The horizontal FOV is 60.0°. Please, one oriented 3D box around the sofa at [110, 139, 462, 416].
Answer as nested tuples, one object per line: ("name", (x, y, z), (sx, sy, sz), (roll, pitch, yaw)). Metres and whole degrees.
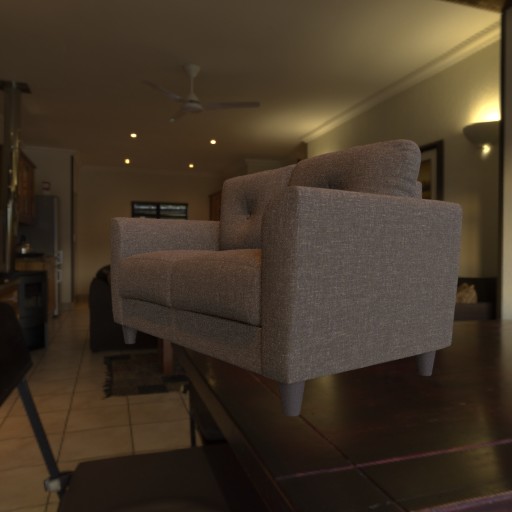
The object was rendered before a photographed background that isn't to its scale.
("sofa", (0.000, 0.000, 1.945), (0.851, 0.885, 1.423), (0, 1, -37))
